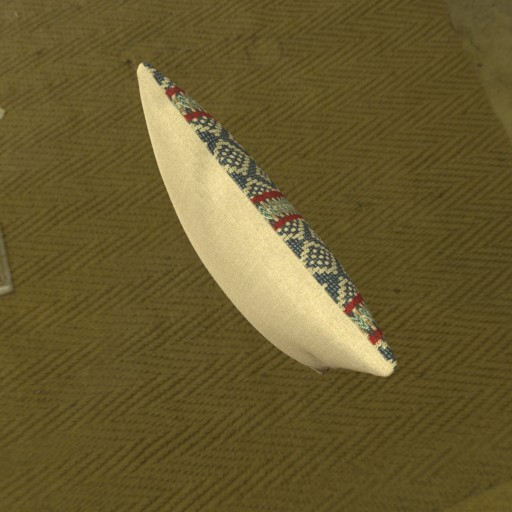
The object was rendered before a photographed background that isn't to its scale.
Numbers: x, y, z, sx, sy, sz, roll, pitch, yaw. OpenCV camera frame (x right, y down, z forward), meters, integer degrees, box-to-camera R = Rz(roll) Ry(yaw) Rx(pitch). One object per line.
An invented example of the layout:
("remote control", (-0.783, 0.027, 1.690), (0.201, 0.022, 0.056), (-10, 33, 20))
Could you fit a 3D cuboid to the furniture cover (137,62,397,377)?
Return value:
("furniture cover", (0.000, 0.000, 0.664), (0.139, 0.431, 0.431), (-37, 78, -9))
